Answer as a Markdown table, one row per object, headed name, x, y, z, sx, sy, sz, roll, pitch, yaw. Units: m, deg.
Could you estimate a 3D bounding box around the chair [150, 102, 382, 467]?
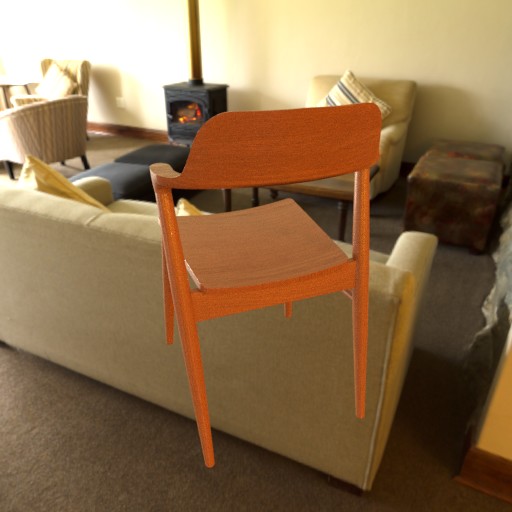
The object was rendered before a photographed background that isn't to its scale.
| name | x | y | z | sx | sy | sz | roll | pitch | yaw |
| --- | --- | --- | --- | --- | --- | --- | --- | --- | --- |
| chair | 0.000 | 0.000 | 1.124 | 0.496 | 0.801 | 0.499 | -10 | 30 | -18 |
